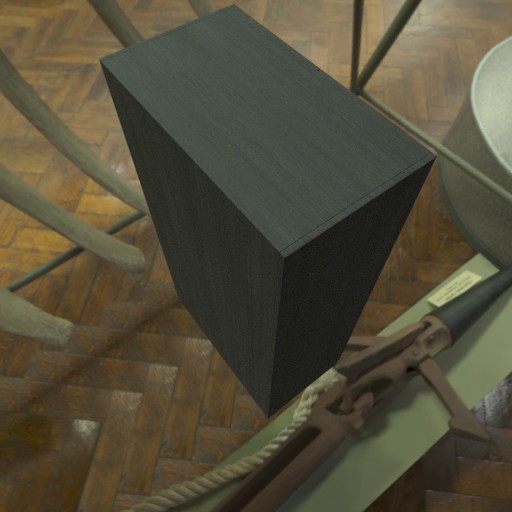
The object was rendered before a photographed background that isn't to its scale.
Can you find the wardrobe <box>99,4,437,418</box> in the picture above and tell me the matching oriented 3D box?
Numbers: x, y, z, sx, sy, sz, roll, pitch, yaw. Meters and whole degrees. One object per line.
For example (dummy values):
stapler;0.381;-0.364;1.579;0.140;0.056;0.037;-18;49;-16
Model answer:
wardrobe;0.000;0.000;2.143;0.577;1.808;0.991;-33;64;-19
